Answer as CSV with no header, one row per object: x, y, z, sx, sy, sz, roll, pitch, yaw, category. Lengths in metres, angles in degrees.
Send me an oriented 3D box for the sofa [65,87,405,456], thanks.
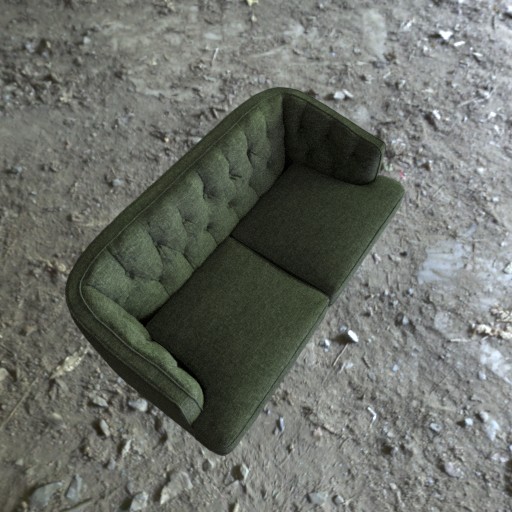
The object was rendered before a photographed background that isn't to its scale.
0.000,0.000,2.318,0.941,0.855,1.733,31,63,18,sofa
